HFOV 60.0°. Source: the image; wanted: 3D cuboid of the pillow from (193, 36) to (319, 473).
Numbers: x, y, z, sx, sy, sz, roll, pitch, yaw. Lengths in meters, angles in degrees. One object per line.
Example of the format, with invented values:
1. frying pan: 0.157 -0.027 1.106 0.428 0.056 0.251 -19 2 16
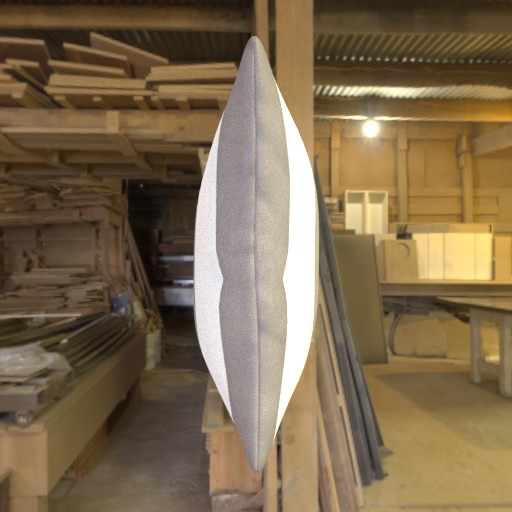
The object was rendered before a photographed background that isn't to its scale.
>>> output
1. pillow: 0.000 0.000 0.770 0.192 0.507 0.522 0 0 0
